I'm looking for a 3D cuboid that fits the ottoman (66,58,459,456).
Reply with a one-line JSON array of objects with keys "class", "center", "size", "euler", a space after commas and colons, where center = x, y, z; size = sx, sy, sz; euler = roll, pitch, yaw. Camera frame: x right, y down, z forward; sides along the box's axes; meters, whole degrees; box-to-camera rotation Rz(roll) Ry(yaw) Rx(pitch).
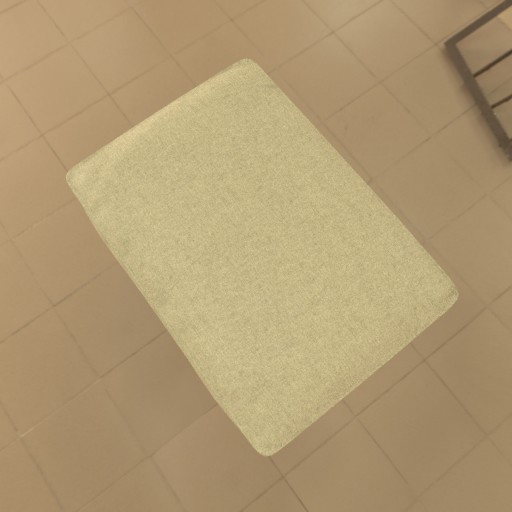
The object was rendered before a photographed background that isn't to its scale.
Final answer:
[{"class": "ottoman", "center": [0.000, 0.000, 1.252], "size": [0.611, 0.508, 0.848], "euler": [-36, 78, -9]}]
